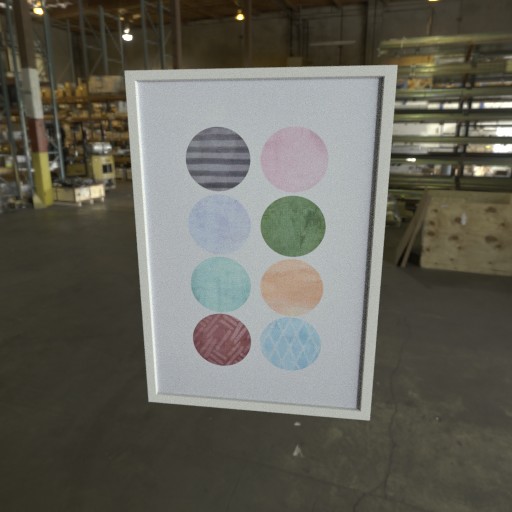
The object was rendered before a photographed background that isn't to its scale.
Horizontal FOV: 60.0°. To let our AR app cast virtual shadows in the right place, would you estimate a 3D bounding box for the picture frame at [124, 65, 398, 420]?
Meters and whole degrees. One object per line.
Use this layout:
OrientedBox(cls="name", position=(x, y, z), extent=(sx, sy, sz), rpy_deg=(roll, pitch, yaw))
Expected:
OrientedBox(cls="picture frame", position=(0.000, 0.000, 0.553), extent=(0.305, 0.434, 0.013), rpy_deg=(2, 15, 8))
